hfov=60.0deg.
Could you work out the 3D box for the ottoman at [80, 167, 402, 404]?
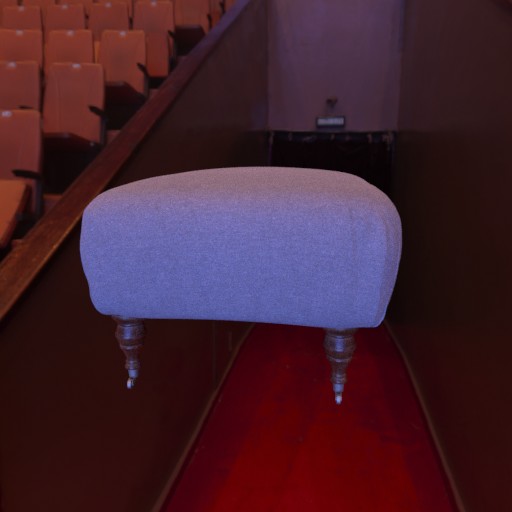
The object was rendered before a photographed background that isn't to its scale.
[{"bbox_3d":[0.000,0.000,1.157,0.622,0.450,0.747,2,13,8],"label":"ottoman"}]
